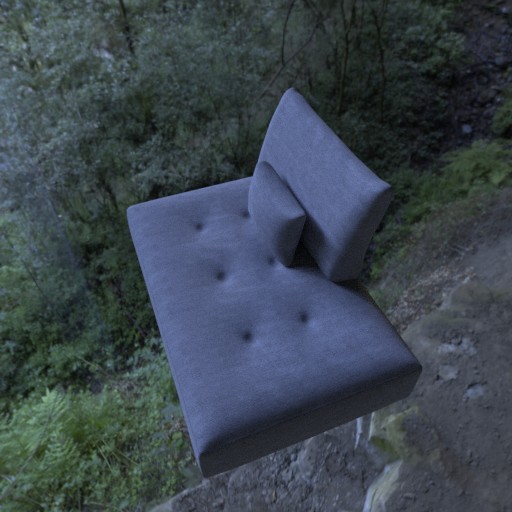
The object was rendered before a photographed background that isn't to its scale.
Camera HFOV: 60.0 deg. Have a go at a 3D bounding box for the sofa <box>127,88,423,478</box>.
[{"bbox_3d":[0.000,0.000,2.011,1.002,0.820,1.450,-16,49,-15],"label":"sofa"}]
